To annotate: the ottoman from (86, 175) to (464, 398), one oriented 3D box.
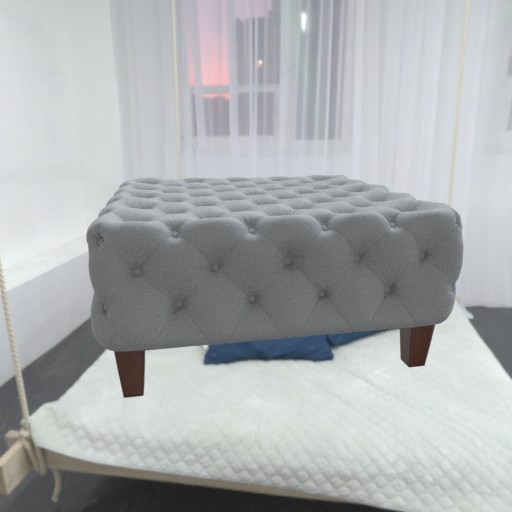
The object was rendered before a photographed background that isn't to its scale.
[{"bbox_3d":[0.000,0.000,1.195,0.764,0.365,0.758,-3,17,-10],"label":"ottoman"}]
